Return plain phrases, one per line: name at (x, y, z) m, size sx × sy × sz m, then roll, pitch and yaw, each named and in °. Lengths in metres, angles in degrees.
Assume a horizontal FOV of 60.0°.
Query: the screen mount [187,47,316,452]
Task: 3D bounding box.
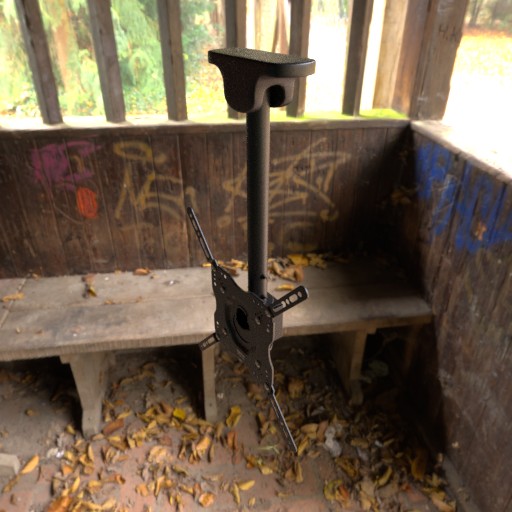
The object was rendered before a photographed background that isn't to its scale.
screen mount at (0.000, 0.000, 0.875) m, size 0.090 × 0.729 × 0.393 m, roll -21°, pitch 37°, yaw -30°
